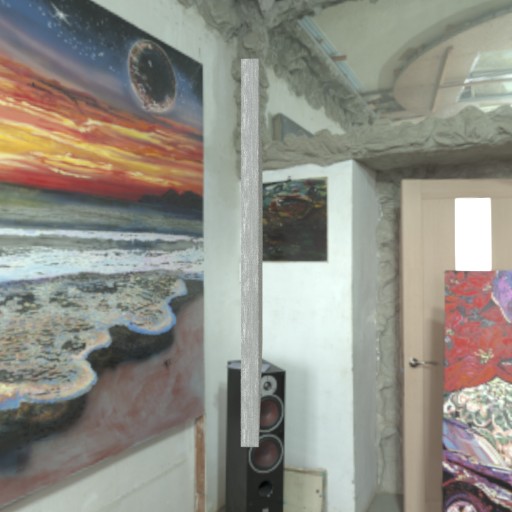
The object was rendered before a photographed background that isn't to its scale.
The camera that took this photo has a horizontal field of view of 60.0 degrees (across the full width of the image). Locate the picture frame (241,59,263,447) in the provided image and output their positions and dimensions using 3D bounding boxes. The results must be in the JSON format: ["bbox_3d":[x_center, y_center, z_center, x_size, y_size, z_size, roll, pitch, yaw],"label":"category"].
[{"bbox_3d":[0.000,0.000,1.206,0.029,0.640,0.950,0,-1,1],"label":"picture frame"}]
